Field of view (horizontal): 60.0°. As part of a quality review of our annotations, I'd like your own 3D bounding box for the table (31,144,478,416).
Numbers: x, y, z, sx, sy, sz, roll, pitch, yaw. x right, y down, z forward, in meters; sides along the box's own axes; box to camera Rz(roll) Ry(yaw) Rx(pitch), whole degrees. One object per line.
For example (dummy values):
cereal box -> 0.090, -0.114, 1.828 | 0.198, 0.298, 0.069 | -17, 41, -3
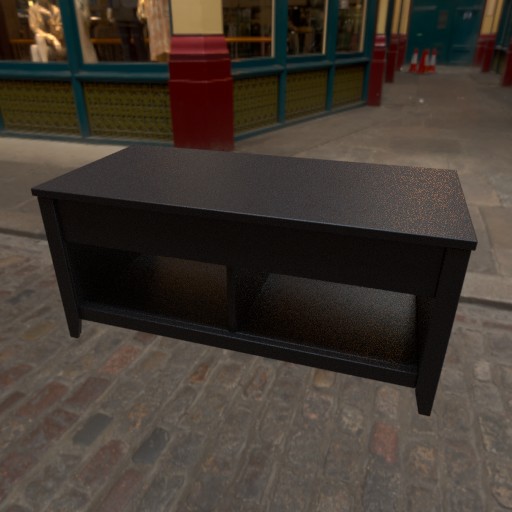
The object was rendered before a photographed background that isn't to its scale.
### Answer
table -> 0.000, 0.000, 1.267 | 1.016, 0.457, 0.483 | 8, 28, 15
